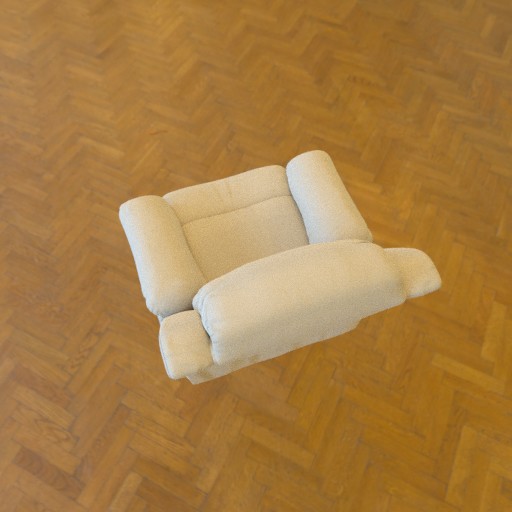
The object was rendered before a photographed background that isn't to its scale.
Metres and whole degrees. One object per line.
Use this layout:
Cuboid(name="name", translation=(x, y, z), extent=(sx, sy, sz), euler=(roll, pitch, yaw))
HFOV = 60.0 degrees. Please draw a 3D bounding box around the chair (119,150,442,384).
Cuboid(name="chair", translation=(0.000, 0.000, 1.267), extent=(0.680, 0.702, 0.709), euler=(-17, 61, -10))
